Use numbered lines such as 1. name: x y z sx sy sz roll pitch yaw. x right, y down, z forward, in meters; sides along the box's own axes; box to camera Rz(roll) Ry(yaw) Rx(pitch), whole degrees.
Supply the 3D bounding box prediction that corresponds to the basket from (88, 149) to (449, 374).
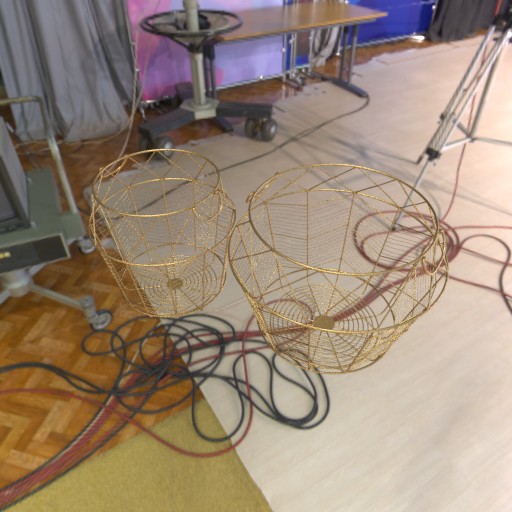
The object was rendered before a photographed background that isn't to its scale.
1. basket: 0.000 0.000 1.022 0.805 0.343 0.451 13 43 15
